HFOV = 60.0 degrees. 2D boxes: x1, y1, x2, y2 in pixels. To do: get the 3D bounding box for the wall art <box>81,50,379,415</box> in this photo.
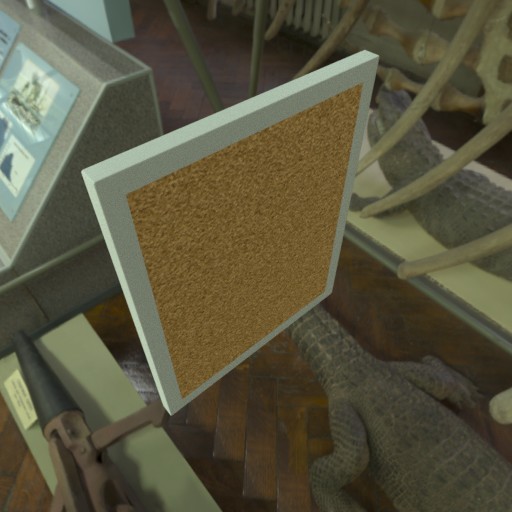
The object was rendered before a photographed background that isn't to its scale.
[{"bbox_3d":[0.000,0.000,0.752,0.454,0.556,0.028,-33,55,-27],"label":"wall art"}]
